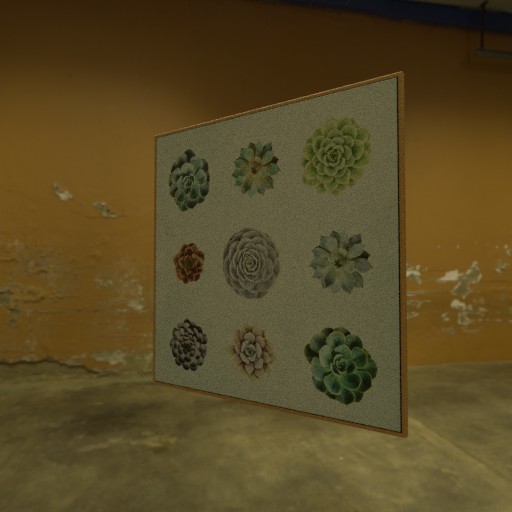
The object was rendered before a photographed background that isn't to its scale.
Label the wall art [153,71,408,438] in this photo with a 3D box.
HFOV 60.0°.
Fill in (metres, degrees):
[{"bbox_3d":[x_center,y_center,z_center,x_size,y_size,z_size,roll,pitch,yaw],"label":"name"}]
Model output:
[{"bbox_3d":[0.000,0.000,0.987,0.657,0.655,0.014,-1,-2,35],"label":"wall art"}]
